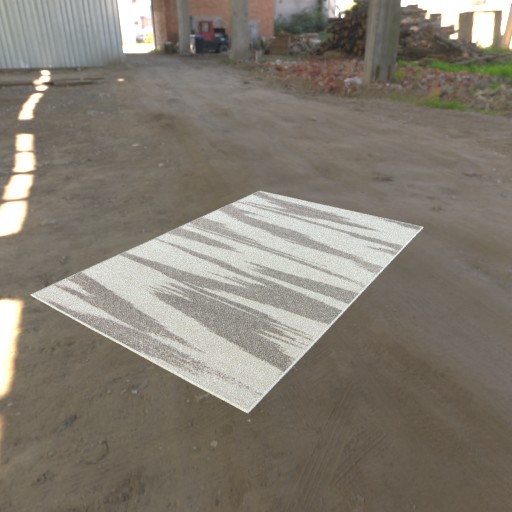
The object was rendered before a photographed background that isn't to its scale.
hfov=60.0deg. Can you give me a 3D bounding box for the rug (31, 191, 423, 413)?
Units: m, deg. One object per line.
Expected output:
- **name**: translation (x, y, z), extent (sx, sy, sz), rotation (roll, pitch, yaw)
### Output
- **rug**: translation (0.000, 0.000, 2.359), extent (1.225, 0.008, 1.827), rotation (17, 31, 31)
